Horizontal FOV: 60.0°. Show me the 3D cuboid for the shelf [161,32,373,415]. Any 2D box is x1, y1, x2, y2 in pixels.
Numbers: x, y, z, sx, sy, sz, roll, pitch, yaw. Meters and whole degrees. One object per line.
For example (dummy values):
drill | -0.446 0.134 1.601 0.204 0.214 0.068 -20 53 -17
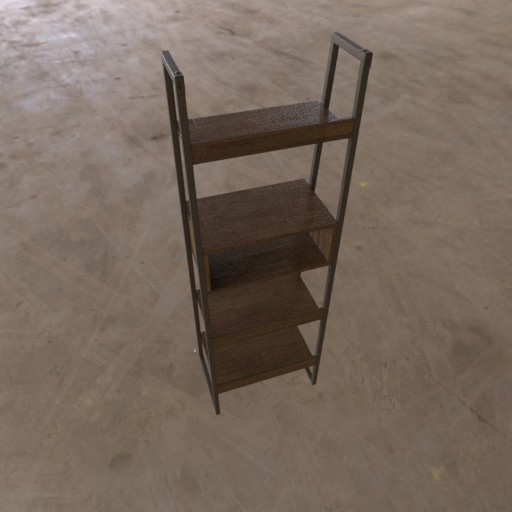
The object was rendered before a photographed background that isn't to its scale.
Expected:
shelf | 0.000 0.000 2.200 0.652 2.005 0.454 -13 44 -14
